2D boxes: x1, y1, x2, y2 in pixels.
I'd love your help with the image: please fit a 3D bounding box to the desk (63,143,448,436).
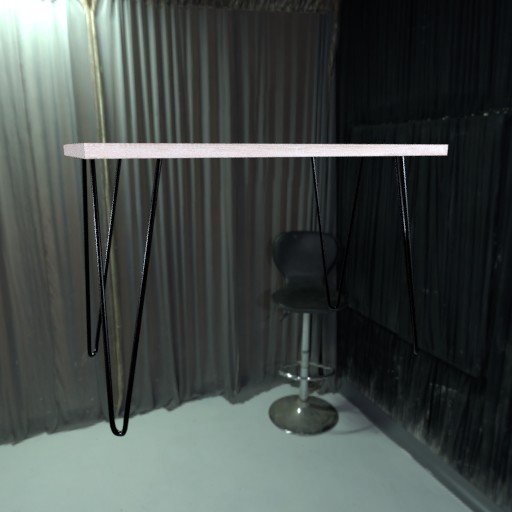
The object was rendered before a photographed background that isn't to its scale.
[{"bbox_3d":[0.000,0.000,1.356,0.991,0.660,0.499,-7,15,-26],"label":"desk"}]
